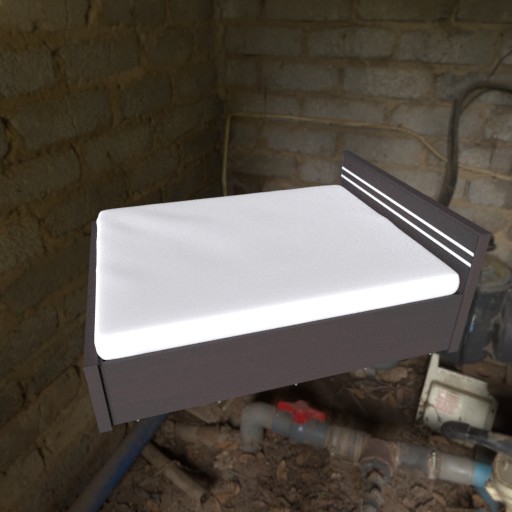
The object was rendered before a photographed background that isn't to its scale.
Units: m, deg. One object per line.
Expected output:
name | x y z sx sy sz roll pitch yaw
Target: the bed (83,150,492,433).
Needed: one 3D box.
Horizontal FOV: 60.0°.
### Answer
bed | 0.000 0.000 2.945 2.103 0.808 1.634 -8 30 -15
